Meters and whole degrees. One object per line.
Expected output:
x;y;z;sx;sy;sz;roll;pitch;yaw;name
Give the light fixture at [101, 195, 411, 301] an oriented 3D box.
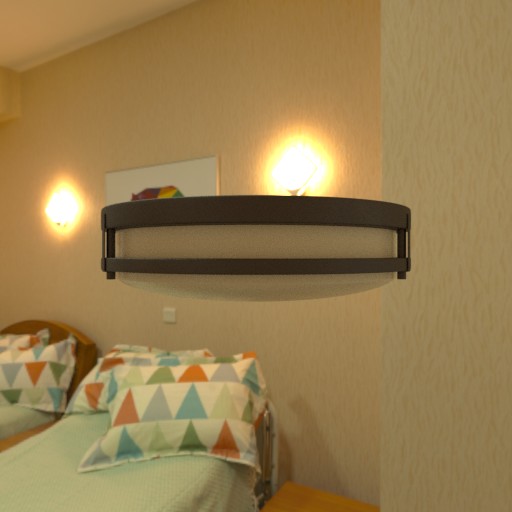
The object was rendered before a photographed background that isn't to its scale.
0.000;0.000;0.538;0.356;0.102;0.356;0;0;0;light fixture
